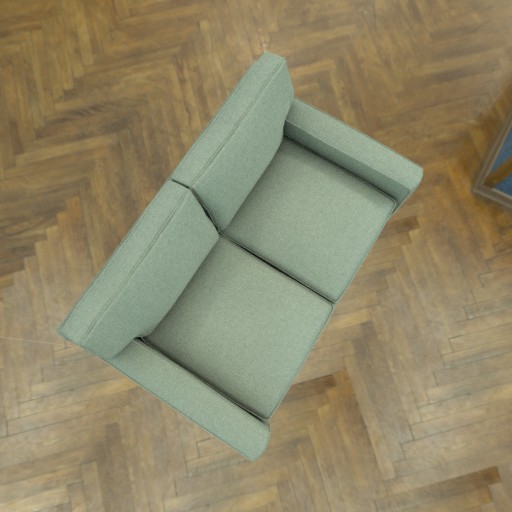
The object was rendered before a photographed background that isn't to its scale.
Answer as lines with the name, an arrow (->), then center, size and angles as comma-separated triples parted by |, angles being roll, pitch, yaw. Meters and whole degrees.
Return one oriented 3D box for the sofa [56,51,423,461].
sofa -> 0.000, 0.000, 2.061 | 0.940, 0.853, 1.484 | 31, 78, 8
